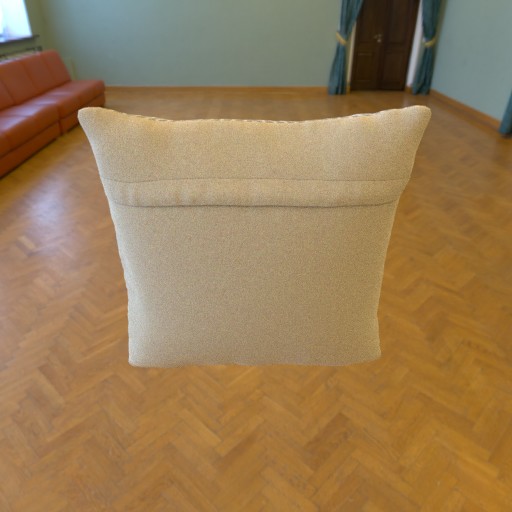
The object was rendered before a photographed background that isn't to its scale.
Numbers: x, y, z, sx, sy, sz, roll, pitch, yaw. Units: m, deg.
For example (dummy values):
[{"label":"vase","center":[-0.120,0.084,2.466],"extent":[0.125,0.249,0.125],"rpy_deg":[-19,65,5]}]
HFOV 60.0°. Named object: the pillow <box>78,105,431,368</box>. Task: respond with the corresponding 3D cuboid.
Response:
[{"label":"pillow","center":[0.000,0.000,0.694],"extent":[0.459,0.458,0.181],"rpy_deg":[-1,30,-2]}]
